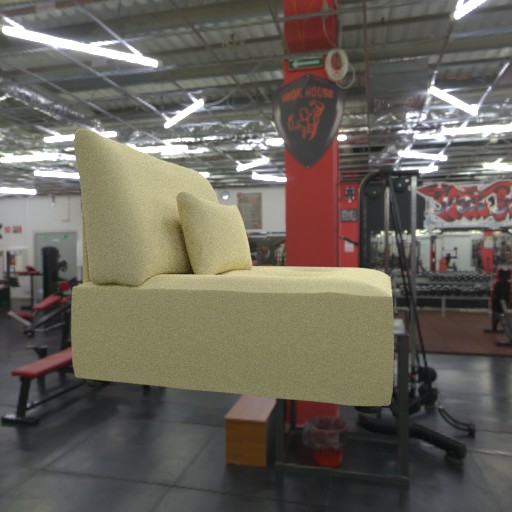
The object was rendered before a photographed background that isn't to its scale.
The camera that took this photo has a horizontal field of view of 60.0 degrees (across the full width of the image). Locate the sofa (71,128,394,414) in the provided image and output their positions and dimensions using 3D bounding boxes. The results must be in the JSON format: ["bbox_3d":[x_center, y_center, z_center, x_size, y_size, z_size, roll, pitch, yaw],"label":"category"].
[{"bbox_3d":[0.000,0.000,1.700,1.000,0.820,0.930,0,1,16],"label":"sofa"}]
